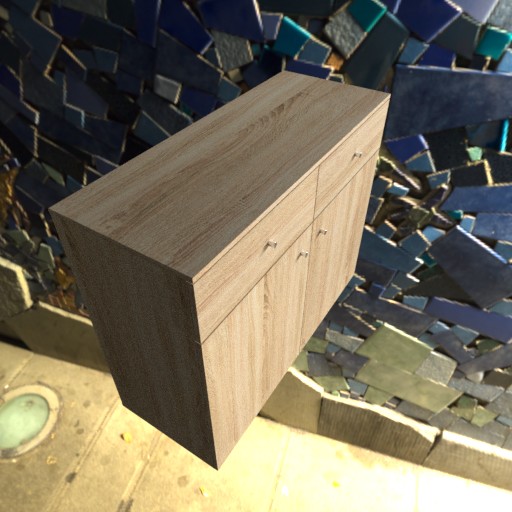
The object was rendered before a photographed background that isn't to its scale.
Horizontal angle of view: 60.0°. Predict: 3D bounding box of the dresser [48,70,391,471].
[{"bbox_3d":[0.000,0.000,1.590,0.450,0.900,1.100,23,47,24],"label":"dresser"}]
